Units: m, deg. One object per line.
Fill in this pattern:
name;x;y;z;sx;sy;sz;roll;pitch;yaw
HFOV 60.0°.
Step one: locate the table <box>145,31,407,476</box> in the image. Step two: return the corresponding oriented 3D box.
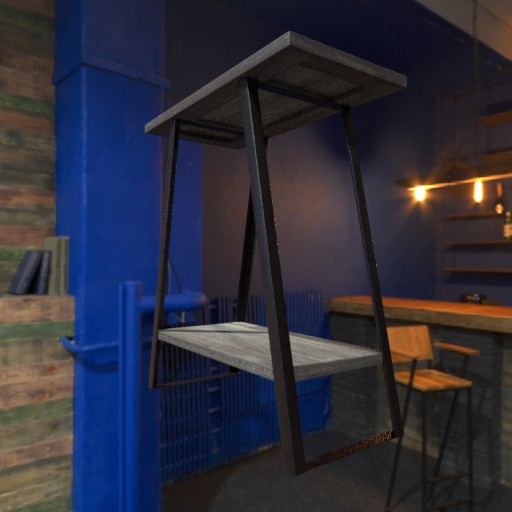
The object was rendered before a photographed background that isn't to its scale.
table;0.000;0.000;1.021;0.300;0.701;0.599;0;-1;-36
